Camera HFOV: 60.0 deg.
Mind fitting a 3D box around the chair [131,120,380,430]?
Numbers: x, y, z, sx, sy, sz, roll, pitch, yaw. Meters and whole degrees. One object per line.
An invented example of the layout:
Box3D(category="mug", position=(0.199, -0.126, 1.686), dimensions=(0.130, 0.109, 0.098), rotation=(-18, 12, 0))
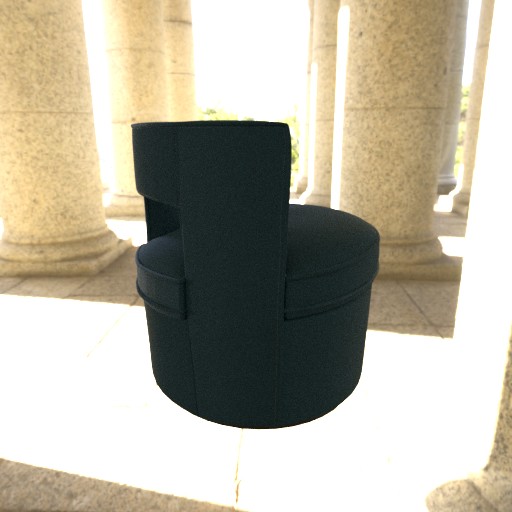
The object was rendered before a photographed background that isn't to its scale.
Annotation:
Box3D(category="chair", position=(0.000, 0.000, 1.242), dimensions=(0.660, 0.711, 0.684), rotation=(-8, 17, -26))
